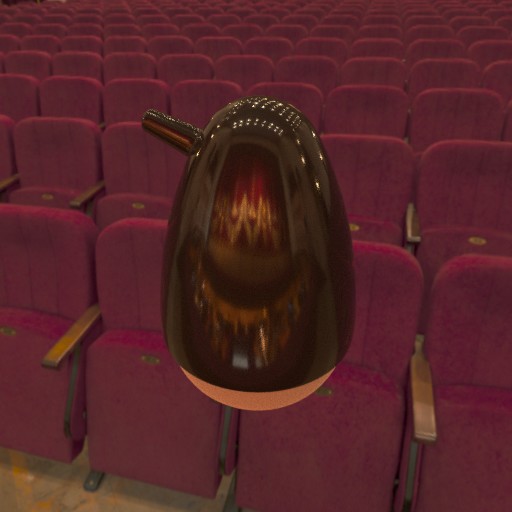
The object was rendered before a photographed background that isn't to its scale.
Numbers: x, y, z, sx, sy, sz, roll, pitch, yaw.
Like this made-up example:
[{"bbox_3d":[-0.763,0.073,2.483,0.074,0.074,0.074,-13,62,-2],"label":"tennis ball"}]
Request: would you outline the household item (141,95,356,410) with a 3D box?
[{"bbox_3d":[0.000,0.000,0.220,0.104,0.152,0.102,7,32,12],"label":"household item"}]
